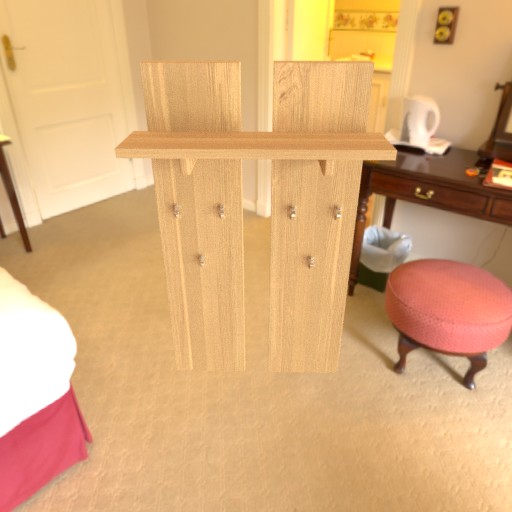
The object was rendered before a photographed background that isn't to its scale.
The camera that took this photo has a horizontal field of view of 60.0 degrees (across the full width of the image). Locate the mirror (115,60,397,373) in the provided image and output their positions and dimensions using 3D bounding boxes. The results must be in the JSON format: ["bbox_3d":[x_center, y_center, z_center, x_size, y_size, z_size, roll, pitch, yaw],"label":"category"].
[{"bbox_3d":[0.000,0.000,1.574,0.800,1.250,0.260,1,29,1],"label":"mirror"}]
